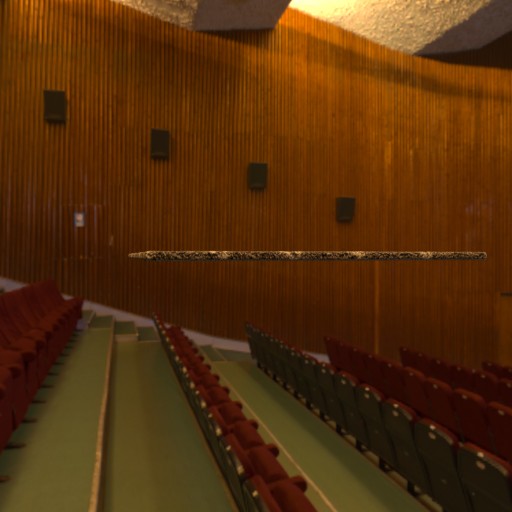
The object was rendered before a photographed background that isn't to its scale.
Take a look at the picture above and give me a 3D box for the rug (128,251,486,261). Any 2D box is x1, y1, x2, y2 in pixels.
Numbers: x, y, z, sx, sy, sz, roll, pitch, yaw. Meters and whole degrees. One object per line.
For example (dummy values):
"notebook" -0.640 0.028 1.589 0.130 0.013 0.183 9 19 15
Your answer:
"rug" 0.000 0.000 2.281 1.219 0.030 1.778 0 0 -18
